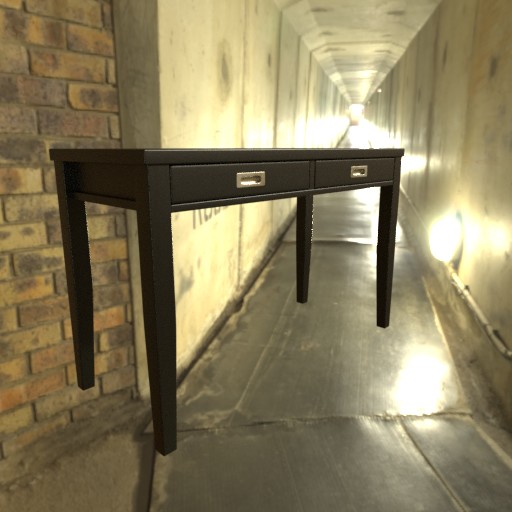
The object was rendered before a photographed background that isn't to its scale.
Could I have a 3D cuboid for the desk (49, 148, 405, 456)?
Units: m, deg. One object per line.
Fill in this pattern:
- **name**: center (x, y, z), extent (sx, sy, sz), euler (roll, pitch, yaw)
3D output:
- **desk**: center (0.000, 0.000, 1.641), extent (0.508, 0.775, 1.220), euler (13, 19, 42)
